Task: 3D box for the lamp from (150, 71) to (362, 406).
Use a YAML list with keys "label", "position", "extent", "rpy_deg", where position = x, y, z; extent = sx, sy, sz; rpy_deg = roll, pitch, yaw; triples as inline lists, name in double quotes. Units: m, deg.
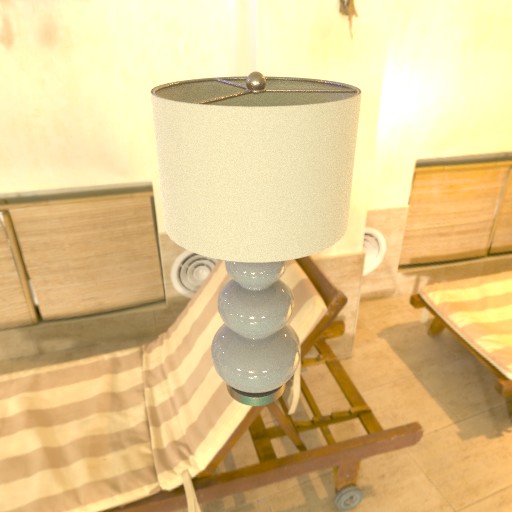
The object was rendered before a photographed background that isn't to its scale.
- label: "lamp"
  position: [0.000, 0.000, 0.945]
  extent: [0.367, 0.730, 0.367]
  rpy_deg: [-8, 29, -15]
